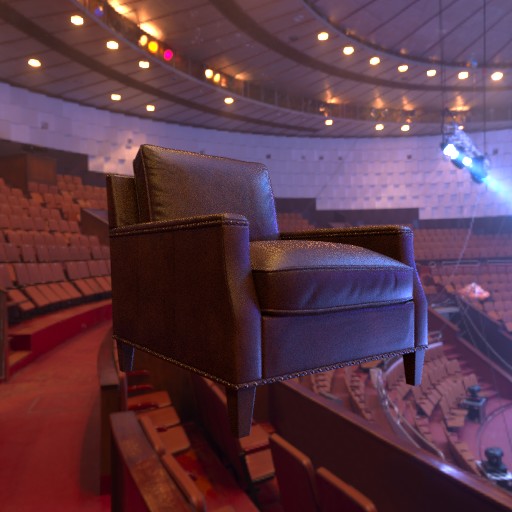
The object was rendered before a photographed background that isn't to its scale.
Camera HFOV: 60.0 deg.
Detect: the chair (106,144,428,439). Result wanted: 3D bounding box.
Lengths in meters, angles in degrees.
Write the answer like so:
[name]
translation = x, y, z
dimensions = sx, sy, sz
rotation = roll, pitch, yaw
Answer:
[chair]
translation = 0.000, 0.000, 1.728
dimensions = 0.853, 0.929, 1.014
rotation = 0, 0, -37
